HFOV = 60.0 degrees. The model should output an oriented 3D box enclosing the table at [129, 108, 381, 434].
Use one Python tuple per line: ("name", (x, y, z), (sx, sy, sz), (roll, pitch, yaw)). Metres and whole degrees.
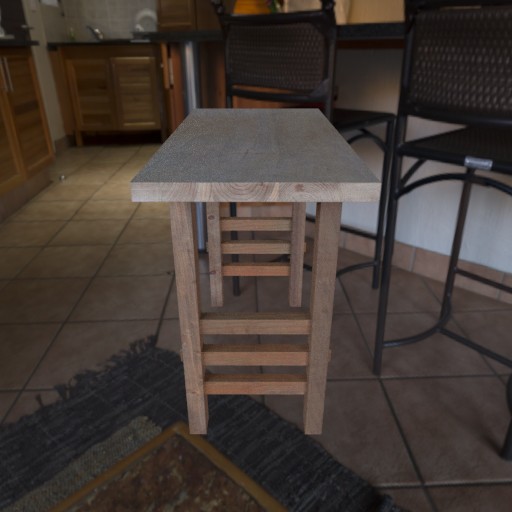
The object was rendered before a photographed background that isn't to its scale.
("table", (0.000, 0.000, 1.679), (0.556, 0.914, 1.119), (0, 26, 0))
